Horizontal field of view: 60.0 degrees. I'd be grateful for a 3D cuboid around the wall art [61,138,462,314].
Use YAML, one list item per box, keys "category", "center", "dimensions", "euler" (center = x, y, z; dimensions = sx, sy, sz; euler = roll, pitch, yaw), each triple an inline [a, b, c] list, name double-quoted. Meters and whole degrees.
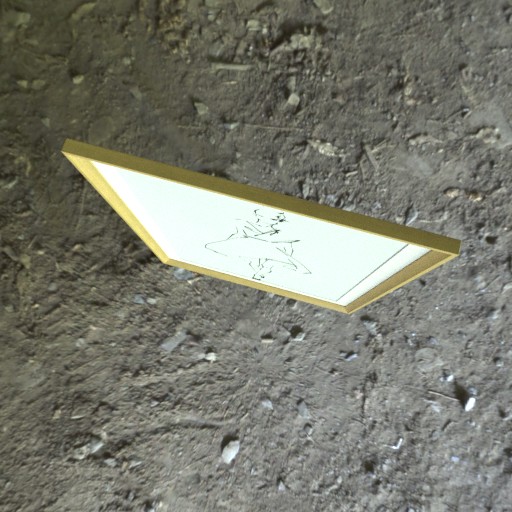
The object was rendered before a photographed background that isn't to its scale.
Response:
- category: "wall art"
  center: [0.000, 0.000, 1.346]
  dimensions: [0.798, 1.002, 0.030]
  euler: [15, 77, 4]
